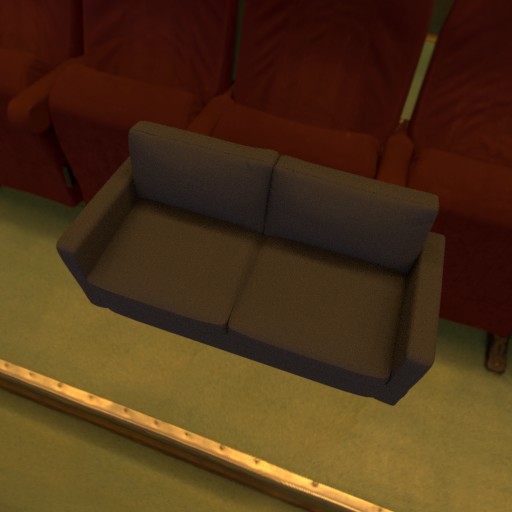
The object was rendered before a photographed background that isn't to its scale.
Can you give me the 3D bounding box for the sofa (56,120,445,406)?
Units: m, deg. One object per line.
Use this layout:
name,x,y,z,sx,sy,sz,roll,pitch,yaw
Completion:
sofa,0.000,0.000,2.376,1.852,0.839,0.898,16,60,10
